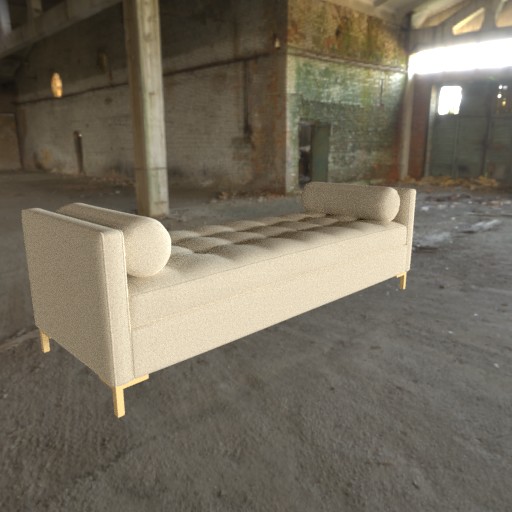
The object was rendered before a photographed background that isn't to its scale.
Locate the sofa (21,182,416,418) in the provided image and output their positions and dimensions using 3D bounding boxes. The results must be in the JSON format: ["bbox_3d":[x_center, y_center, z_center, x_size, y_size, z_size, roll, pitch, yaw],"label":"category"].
[{"bbox_3d":[0.000,0.000,2.286,1.985,0.641,0.746,-13,19,-43],"label":"sofa"}]
